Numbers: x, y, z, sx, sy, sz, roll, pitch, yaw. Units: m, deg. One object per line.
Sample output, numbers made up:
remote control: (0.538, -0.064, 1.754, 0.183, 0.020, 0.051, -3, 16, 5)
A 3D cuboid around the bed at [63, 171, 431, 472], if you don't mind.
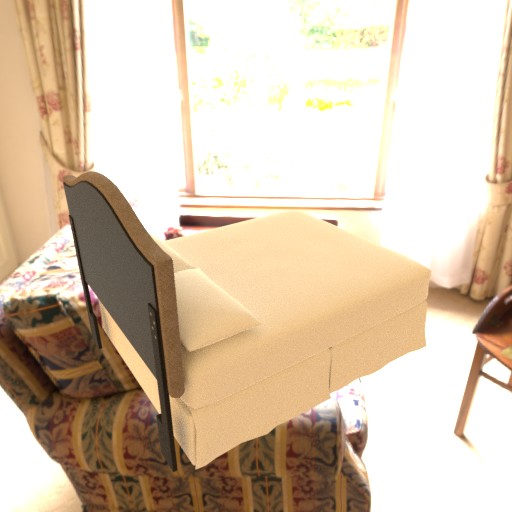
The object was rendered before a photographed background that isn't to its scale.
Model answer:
bed: (0.000, 0.000, 3.246, 2.153, 1.518, 1.713, -17, 31, -31)
